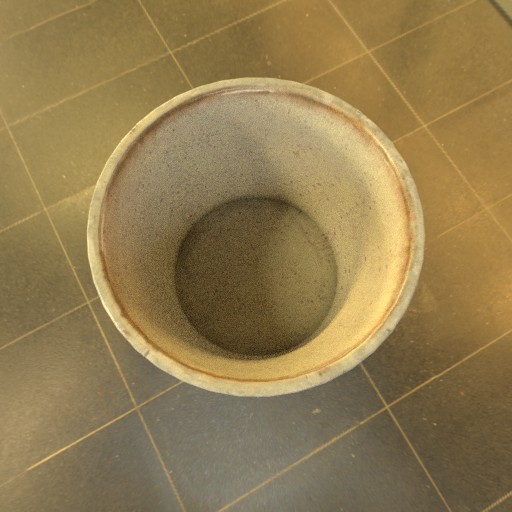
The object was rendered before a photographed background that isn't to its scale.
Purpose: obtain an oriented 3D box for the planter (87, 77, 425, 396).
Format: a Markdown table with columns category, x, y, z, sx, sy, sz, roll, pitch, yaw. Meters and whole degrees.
| category | x | y | z | sx | sy | sz | roll | pitch | yaw |
| --- | --- | --- | --- | --- | --- | --- | --- | --- | --- |
| planter | 0.000 | 0.000 | 0.313 | 0.186 | 0.144 | 0.186 | 0 | 74 | 0 |
